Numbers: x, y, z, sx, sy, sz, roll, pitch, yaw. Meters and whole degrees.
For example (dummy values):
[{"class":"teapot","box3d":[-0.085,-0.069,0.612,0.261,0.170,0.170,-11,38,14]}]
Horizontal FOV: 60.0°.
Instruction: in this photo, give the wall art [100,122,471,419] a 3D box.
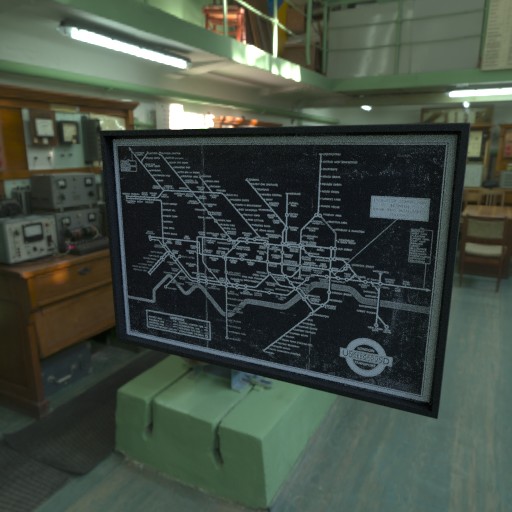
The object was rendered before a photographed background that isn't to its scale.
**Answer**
[{"class":"wall art","box3d":[0.000,0.000,0.820,0.671,0.456,0.051,7,15,25]}]
